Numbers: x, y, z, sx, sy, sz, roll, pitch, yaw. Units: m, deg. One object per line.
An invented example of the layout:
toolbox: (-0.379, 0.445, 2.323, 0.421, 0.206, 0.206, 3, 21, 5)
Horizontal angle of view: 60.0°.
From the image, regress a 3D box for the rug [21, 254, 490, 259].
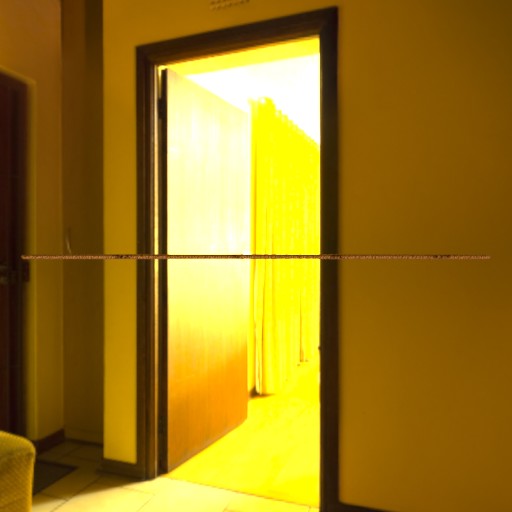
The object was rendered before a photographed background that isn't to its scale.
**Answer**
rug: (0.000, 0.000, 4.073, 3.047, 0.029, 2.438, 0, 0, 0)
